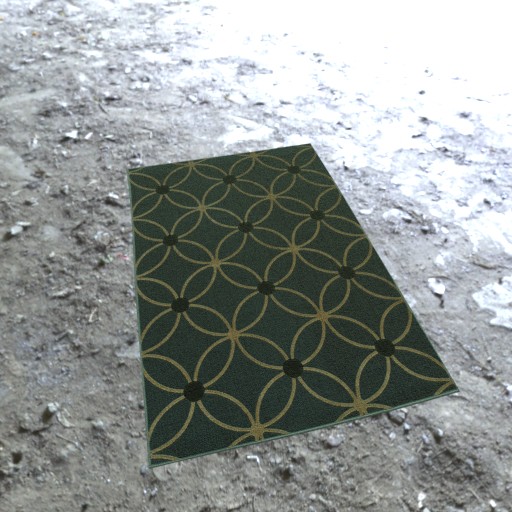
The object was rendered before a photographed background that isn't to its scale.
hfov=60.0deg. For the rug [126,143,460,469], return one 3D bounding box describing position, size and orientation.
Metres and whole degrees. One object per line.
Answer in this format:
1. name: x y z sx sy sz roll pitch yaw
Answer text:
1. rug: 0.000 0.000 2.810 1.522 0.008 2.284 -10 48 -10
